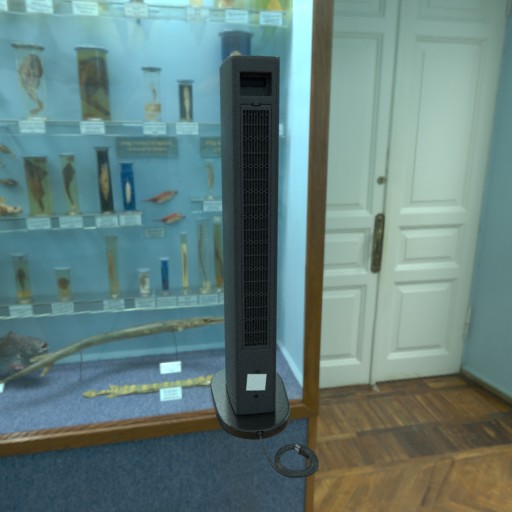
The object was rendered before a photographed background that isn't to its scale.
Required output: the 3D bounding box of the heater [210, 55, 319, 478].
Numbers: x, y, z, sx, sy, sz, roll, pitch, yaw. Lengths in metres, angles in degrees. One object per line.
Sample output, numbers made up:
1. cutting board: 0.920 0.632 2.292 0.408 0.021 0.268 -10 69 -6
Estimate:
1. heater: 0.000 0.000 1.022 0.214 0.856 0.458 -2 15 -9
